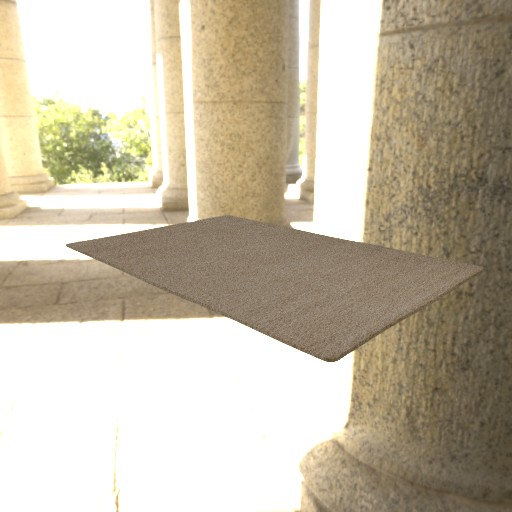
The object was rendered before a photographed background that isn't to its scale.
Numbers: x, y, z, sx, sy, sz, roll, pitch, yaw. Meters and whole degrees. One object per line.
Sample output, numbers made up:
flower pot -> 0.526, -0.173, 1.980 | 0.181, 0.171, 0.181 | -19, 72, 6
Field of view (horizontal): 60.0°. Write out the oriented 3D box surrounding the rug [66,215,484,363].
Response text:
rug -> 0.000, 0.000, 3.360 | 1.801, 0.024, 2.700 | -16, 22, -43
